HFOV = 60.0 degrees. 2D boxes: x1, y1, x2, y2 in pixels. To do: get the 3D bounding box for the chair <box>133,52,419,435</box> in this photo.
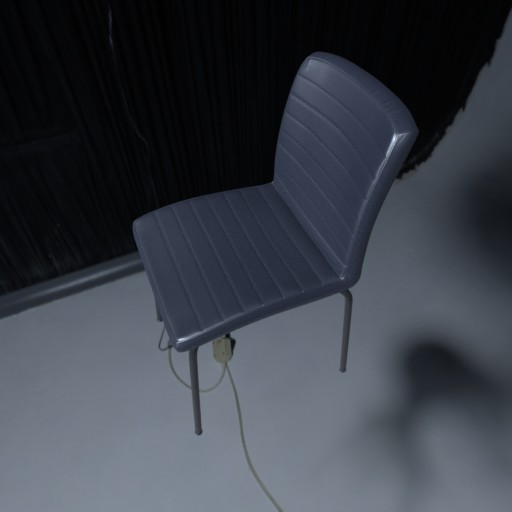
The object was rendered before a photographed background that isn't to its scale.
[{"bbox_3d":[0.000,0.000,1.182,0.572,0.872,0.450,-18,50,-15],"label":"chair"}]
